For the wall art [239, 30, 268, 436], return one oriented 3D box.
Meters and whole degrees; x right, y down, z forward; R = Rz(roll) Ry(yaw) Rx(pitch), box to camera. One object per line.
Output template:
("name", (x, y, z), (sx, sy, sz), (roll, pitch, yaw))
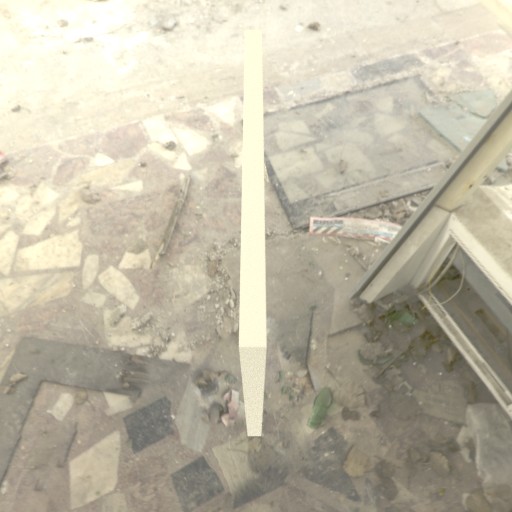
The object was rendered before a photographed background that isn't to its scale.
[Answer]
("wall art", (0.000, 0.000, 1.154), (0.050, 0.762, 0.761), (0, 59, 0))
